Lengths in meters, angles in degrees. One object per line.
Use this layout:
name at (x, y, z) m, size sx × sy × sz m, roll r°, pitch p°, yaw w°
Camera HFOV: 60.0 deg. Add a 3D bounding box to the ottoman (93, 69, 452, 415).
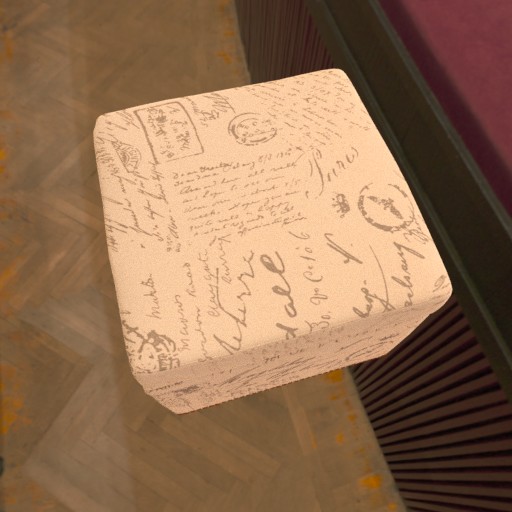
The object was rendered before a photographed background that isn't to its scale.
ottoman at (0.000, 0.000, 0.836) m, size 0.450 × 0.457 × 0.449 m, roll -14°, pitch 65°, yaw -7°
